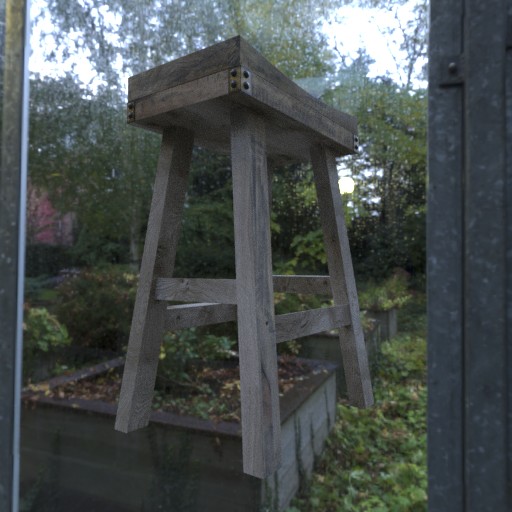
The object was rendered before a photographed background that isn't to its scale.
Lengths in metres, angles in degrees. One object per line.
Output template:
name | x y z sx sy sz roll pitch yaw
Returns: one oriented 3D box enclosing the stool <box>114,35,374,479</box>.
stool | 0.000 0.000 0.893 0.330 0.635 0.450 -1 -2 35
